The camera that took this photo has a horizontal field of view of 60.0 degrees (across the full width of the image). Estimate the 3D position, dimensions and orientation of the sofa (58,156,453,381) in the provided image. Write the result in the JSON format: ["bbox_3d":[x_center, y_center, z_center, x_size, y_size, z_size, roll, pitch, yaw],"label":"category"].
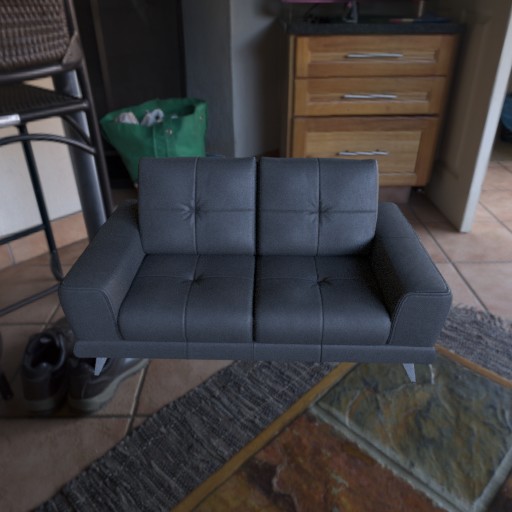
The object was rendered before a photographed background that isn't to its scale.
[{"bbox_3d":[0.000,0.000,2.421,1.806,0.907,1.018,1,30,1],"label":"sofa"}]
